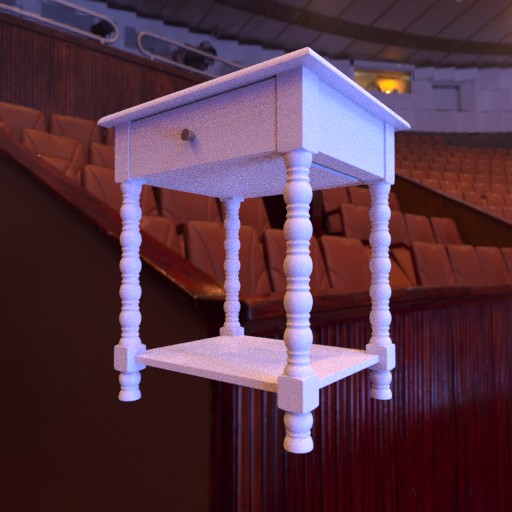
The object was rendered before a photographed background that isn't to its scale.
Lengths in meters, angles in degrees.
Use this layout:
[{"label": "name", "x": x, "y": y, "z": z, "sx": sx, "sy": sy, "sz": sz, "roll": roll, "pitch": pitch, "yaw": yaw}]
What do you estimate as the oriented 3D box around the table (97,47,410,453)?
[{"label": "table", "x": 0.000, "y": 0.000, "z": 0.838, "sx": 0.460, "sy": 0.531, "sz": 0.381, "roll": -1, "pitch": -1, "yaw": 37}]
